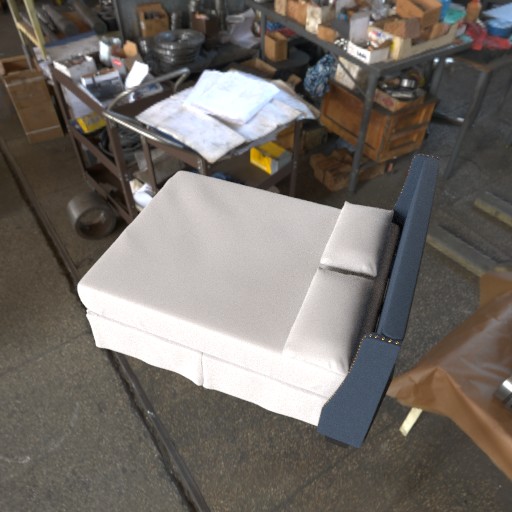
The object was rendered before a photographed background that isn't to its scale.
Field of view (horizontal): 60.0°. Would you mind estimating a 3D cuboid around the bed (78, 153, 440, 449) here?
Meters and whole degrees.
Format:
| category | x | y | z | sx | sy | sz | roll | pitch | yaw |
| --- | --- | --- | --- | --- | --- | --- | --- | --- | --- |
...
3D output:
| category | x | y | z | sx | sy | sz | roll | pitch | yaw |
| --- | --- | --- | --- | --- | --- | --- | --- | --- | --- |
| bed | 0.000 | 0.000 | 3.357 | 2.237 | 1.407 | 1.710 | 16 | 48 | 15 |
